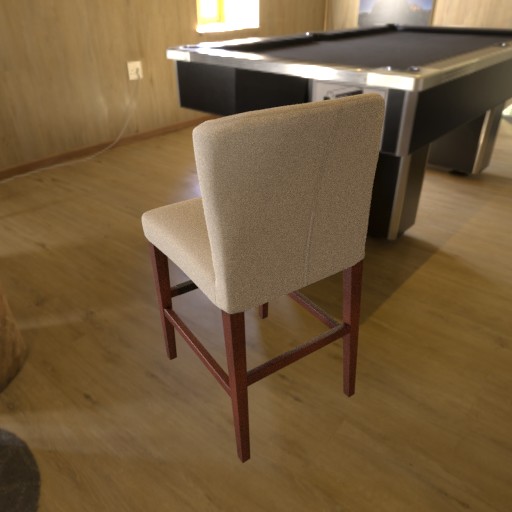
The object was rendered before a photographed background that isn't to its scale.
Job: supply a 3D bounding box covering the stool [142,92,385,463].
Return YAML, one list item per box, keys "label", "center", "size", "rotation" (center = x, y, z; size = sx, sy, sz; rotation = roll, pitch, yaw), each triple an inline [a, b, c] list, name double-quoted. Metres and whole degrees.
- label: "stool"
  center: [0.000, 0.000, 1.288]
  size: [0.479, 0.968, 0.568]
  rotation: [-20, 37, -29]
